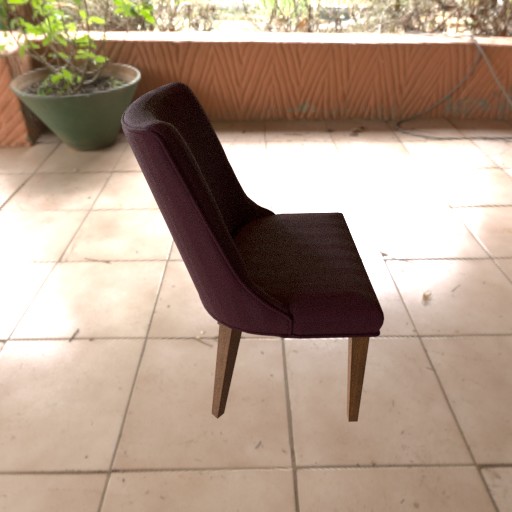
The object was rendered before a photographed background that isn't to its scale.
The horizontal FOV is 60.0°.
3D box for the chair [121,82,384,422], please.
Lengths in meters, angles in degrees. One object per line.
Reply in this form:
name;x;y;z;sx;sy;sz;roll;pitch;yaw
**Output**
chair;0.000;0.000;1.327;0.638;0.916;0.548;-1;34;-1
